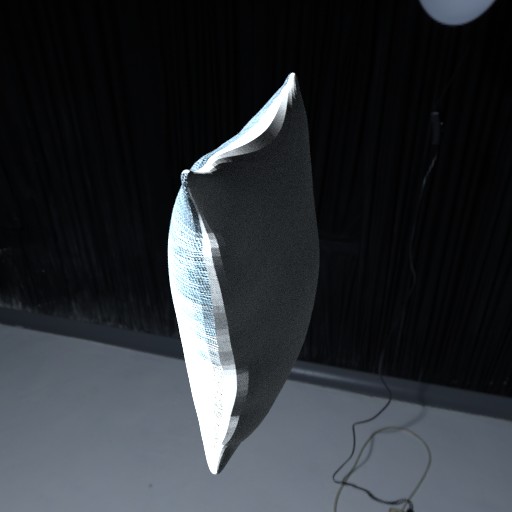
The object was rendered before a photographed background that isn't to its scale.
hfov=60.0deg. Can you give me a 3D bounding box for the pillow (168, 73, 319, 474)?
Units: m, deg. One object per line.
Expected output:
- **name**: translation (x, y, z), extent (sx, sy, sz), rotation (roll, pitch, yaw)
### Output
- **pillow**: translation (0.000, 0.000, 0.655), extent (0.182, 0.441, 0.440), rotation (9, 33, 14)
